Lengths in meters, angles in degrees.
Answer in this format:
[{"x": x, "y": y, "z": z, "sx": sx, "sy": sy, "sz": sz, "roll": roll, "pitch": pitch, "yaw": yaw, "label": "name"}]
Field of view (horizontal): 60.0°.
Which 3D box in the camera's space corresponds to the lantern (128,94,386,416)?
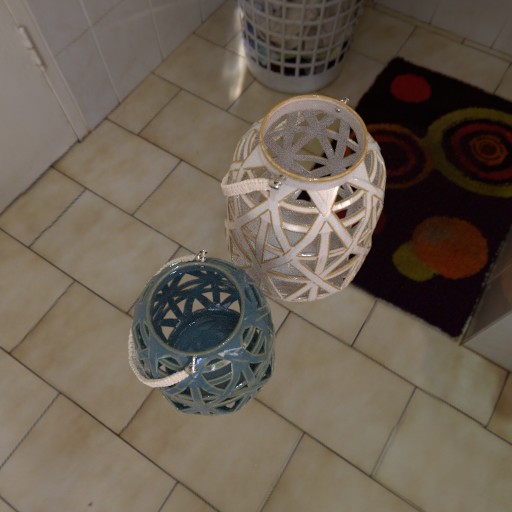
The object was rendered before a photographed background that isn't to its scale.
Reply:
[{"x": 0.000, "y": 0.000, "z": 0.612, "sx": 0.245, "sy": 0.307, "sz": 0.439, "roll": 32, "pitch": 69, "yaw": 14, "label": "lantern"}]
